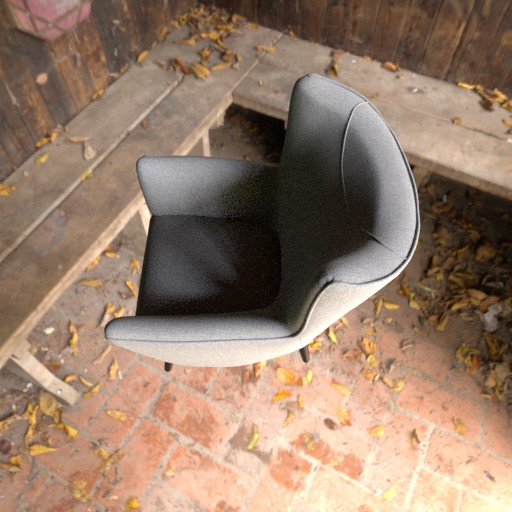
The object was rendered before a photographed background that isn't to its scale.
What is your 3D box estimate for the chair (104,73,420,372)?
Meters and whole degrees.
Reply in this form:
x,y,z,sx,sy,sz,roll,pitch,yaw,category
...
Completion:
x,y,z,sx,sy,sz,roll,pitch,yaw,category
0.000,0.000,1.571,0.888,0.933,0.781,-1,56,0,chair
